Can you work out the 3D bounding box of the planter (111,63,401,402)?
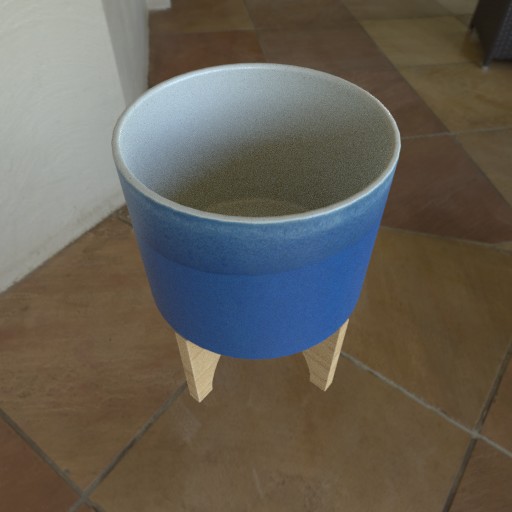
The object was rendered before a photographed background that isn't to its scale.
[{"bbox_3d":[0.000,0.000,0.397,0.192,0.263,0.192,0,48,0],"label":"planter"}]
